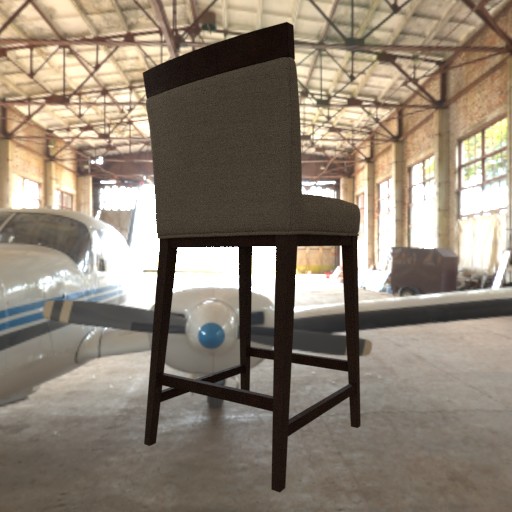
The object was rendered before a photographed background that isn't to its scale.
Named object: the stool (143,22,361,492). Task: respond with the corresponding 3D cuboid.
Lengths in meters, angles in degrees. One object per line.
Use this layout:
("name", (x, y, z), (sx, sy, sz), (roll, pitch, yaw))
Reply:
("stool", (0.000, 0.000, 1.383), (0.511, 1.117, 0.531), (0, 0, 35))
